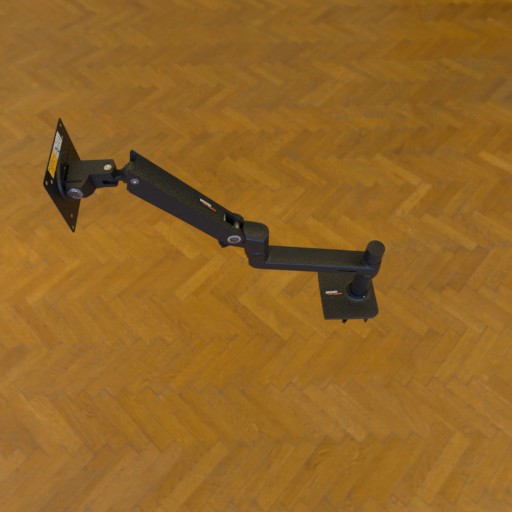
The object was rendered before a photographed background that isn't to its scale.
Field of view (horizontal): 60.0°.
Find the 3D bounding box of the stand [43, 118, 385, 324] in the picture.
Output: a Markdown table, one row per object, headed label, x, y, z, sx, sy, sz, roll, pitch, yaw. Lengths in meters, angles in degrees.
| label | x | y | z | sx | sy | sz | roll | pitch | yaw |
| --- | --- | --- | --- | --- | --- | --- | --- | --- | --- |
| stand | 0.000 | 0.000 | 1.015 | 0.650 | 0.713 | 0.152 | -3 | 59 | -2 |
